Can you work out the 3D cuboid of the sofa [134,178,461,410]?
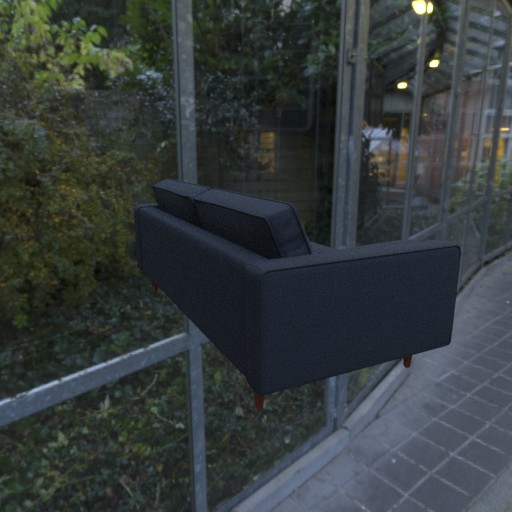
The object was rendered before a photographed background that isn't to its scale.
[{"bbox_3d":[0.000,0.000,2.392,0.914,0.759,1.875,-7,15,-26],"label":"sofa"}]
